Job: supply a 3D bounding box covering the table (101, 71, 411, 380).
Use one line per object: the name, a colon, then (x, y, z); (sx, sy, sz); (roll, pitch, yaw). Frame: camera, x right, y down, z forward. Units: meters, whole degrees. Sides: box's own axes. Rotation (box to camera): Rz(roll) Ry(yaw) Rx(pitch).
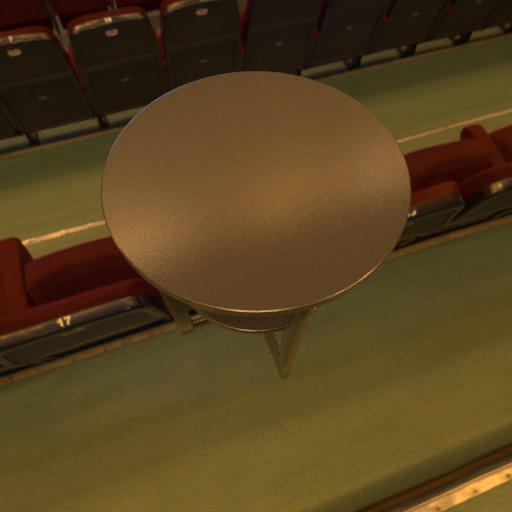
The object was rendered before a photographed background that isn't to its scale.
table: (0.000, 0.000, 0.960); (0.500, 0.550, 0.500); (0, 60, 0)
